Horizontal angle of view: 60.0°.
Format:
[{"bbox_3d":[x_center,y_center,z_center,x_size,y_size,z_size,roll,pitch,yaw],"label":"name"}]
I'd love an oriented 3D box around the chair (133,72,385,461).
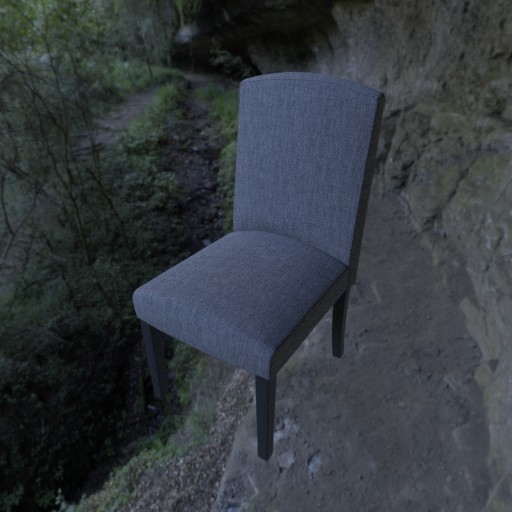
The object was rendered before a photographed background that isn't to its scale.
[{"bbox_3d":[0.000,0.000,1.261,0.451,0.917,0.580,18,34,29],"label":"chair"}]
